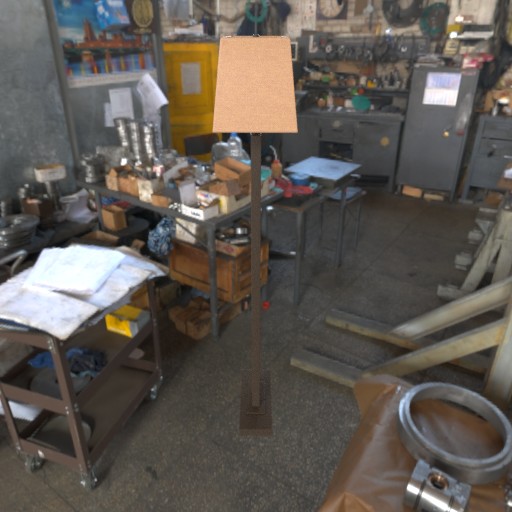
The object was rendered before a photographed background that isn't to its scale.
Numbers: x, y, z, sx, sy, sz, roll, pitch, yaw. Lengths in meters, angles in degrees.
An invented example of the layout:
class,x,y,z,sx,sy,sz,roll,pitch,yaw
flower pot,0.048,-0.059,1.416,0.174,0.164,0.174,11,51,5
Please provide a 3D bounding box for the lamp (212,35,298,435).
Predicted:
class,x,y,z,sx,sy,sz,roll,pitch,yaw
lamp,0.000,0.000,1.646,0.233,1.469,0.475,0,27,1
